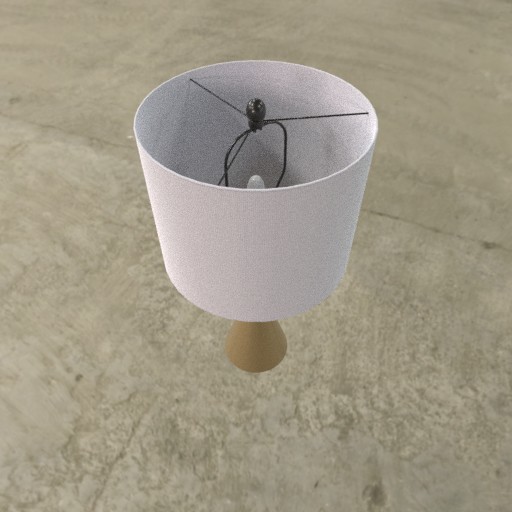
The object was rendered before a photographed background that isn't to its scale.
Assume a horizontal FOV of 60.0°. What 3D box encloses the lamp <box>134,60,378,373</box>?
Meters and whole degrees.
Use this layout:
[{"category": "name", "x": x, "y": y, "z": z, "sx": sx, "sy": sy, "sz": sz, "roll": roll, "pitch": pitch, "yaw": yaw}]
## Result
[{"category": "lamp", "x": 0.000, "y": 0.000, "z": 0.757, "sx": 0.304, "sy": 0.573, "sz": 0.304, "roll": -31, "pitch": 55, "yaw": -25}]
